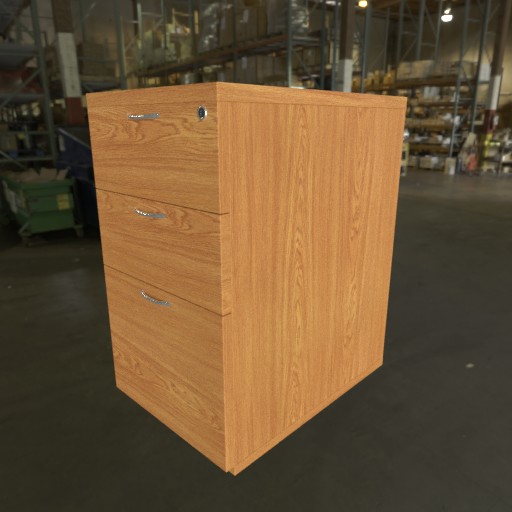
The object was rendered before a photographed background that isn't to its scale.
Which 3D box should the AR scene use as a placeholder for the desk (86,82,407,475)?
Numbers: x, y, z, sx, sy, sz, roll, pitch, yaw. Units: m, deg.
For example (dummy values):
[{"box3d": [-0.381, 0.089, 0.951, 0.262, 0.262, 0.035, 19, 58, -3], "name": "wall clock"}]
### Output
[{"box3d": [0.000, 0.000, 1.070, 0.404, 0.730, 0.600, 16, 23, 42], "name": "desk"}]
